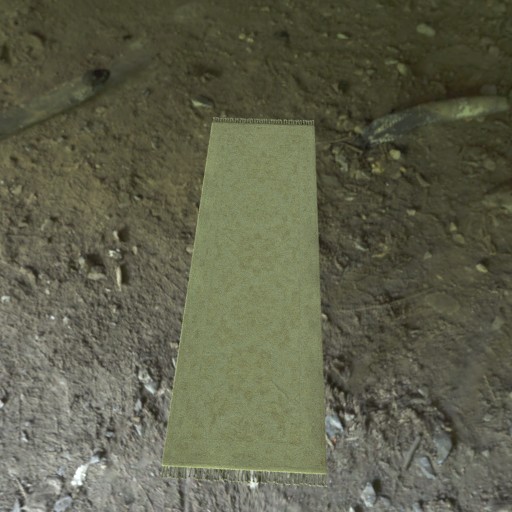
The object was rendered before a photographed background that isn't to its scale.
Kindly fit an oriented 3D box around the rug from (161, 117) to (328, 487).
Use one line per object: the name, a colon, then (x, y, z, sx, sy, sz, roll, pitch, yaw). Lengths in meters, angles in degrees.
rug: (0.000, 0.000, 2.779, 0.795, 0.015, 2.544, 2, 57, 1)
